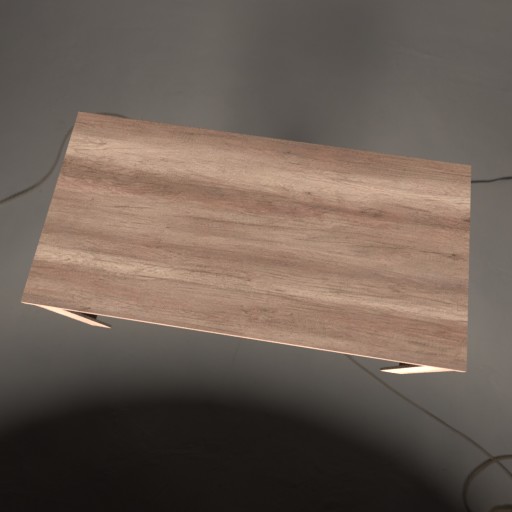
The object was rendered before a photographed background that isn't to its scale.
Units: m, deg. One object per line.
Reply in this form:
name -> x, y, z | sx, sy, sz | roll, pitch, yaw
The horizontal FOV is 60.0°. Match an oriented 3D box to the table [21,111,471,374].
table -> 0.000, 0.000, 2.268 | 1.800, 0.790, 0.900 | 8, 74, 2
